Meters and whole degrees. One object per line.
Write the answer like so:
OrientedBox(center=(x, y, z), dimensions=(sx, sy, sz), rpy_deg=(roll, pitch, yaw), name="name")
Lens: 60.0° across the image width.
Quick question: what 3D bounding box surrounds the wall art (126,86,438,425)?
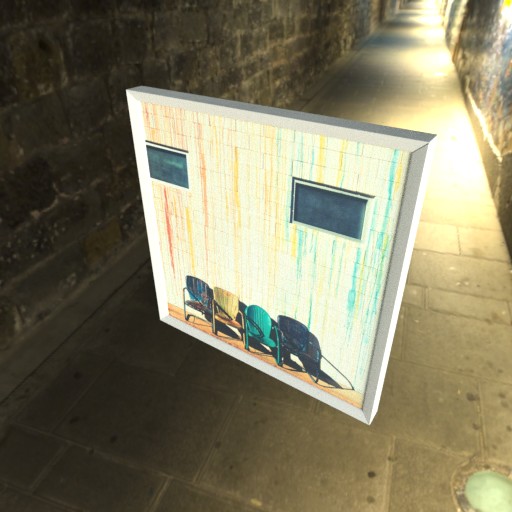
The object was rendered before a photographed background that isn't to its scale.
OrientedBox(center=(0.000, 0.000, 0.779), dimensions=(0.508, 0.508, 0.037), rpy_deg=(20, 37, 28), name="wall art")
